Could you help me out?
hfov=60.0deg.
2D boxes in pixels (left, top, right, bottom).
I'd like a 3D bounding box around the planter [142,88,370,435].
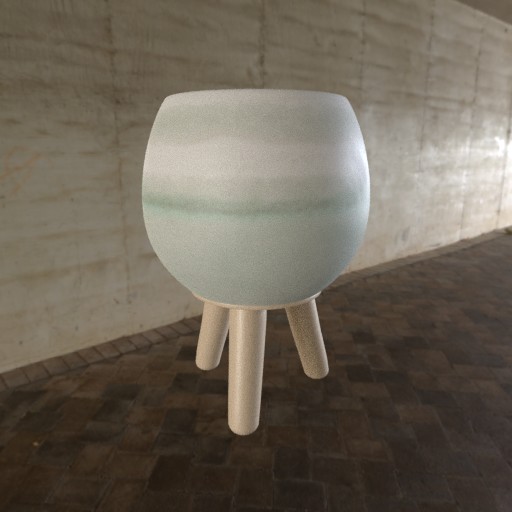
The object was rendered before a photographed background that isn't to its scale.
[{"bbox_3d":[0.000,0.000,0.334,0.161,0.224,0.161,0,14,0],"label":"planter"}]
